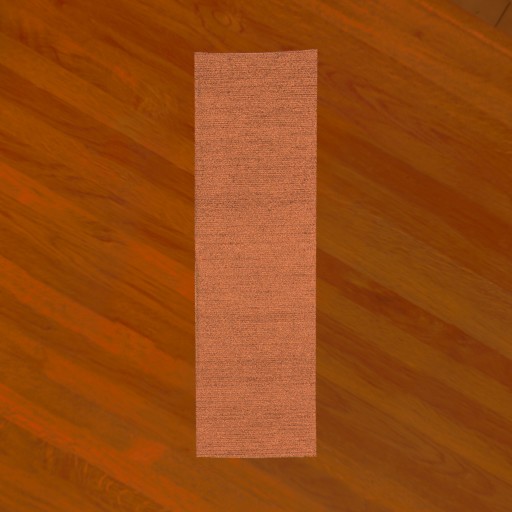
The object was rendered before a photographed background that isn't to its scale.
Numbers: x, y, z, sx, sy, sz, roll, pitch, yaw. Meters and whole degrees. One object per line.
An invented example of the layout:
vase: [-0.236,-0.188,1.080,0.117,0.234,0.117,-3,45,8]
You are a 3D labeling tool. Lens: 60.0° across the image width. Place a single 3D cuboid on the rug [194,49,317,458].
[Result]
rug: [0.000,0.000,2.517,0.692,0.032,2.320,0,91,0]
